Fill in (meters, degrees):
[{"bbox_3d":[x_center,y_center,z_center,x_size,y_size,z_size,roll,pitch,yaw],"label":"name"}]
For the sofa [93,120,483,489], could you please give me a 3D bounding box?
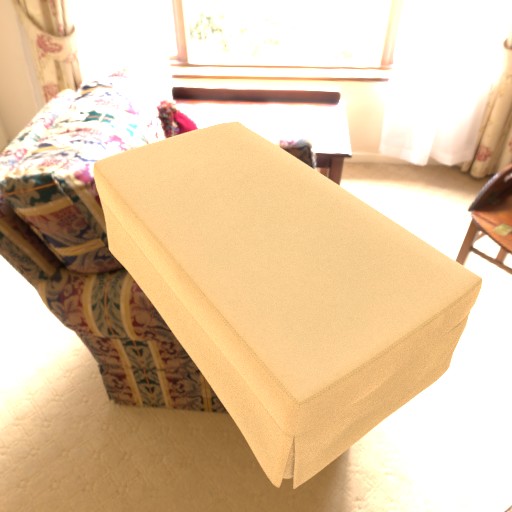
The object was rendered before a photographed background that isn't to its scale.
[{"bbox_3d":[0.000,0.000,2.043,0.939,0.552,1.677,-25,47,-26],"label":"sofa"}]
